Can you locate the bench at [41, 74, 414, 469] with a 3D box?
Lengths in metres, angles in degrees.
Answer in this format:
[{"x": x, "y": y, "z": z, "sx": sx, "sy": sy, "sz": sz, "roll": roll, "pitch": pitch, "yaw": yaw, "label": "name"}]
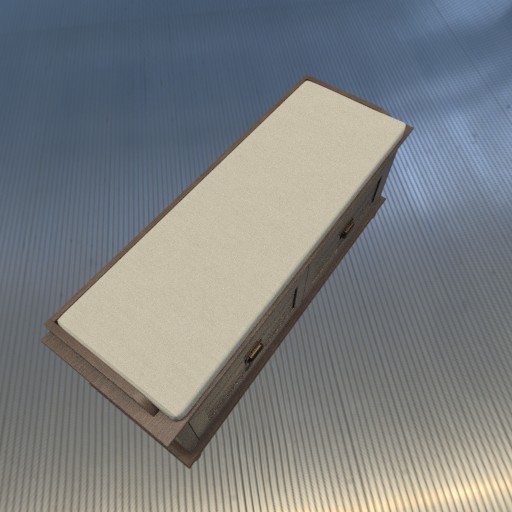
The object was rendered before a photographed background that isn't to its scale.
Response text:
[{"x": 0.000, "y": 0.000, "z": 1.410, "sx": 0.402, "sy": 0.501, "sz": 1.185, "roll": 32, "pitch": 63, "yaw": 18, "label": "bench"}]
